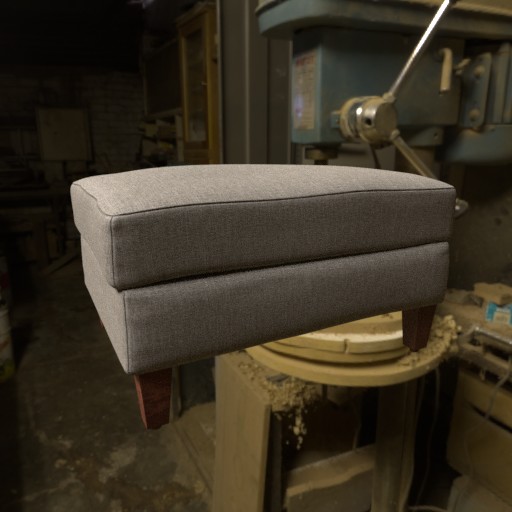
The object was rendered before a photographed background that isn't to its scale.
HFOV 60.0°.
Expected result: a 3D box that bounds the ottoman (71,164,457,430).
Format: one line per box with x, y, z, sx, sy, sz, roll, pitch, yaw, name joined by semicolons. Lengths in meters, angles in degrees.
0.000;0.000;1.218;0.873;0.494;0.639;-8;17;-26;ottoman
